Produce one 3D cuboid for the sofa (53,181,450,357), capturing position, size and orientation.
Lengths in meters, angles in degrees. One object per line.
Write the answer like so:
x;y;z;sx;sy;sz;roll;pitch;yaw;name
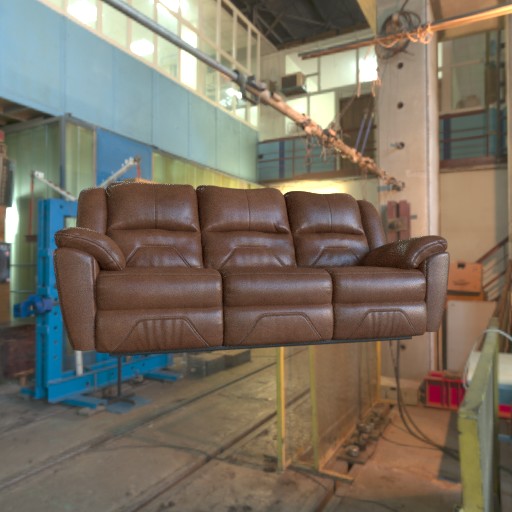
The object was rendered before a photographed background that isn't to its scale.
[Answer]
0.000;0.000;2.907;2.337;1.043;0.991;0;-1;-17;sofa
